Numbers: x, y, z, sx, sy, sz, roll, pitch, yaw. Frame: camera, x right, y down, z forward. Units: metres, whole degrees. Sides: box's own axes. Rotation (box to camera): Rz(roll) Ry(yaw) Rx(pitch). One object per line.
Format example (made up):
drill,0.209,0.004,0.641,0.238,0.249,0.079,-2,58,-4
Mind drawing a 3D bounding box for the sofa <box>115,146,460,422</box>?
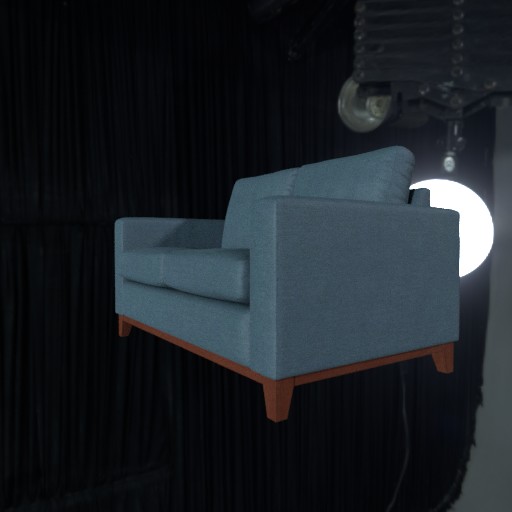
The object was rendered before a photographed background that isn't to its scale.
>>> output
sofa,0.000,0.000,2.088,0.955,0.903,1.489,-1,2,-34
